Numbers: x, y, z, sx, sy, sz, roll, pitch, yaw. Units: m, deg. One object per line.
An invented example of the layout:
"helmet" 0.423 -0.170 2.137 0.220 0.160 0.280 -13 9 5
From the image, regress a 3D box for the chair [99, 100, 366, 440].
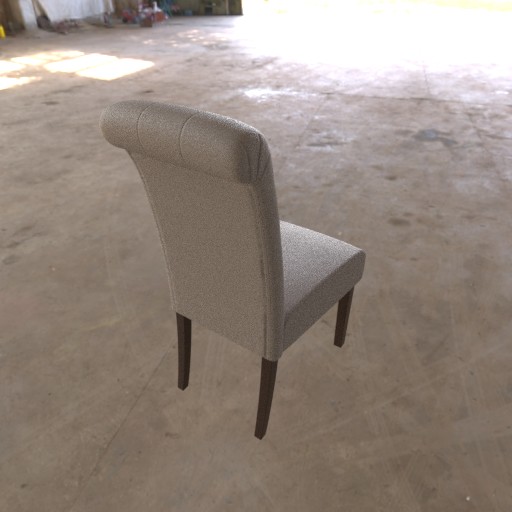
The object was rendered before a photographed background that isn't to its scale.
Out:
"chair" 0.000 0.000 1.362 0.456 1.006 0.671 21 38 29
